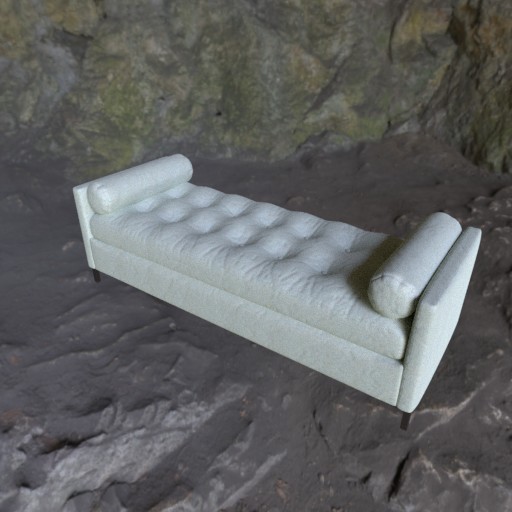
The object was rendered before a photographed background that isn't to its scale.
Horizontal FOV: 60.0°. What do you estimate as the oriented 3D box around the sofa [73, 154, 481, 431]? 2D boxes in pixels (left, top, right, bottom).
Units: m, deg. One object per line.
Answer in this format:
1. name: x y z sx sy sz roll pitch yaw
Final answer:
1. sofa: 0.000 0.000 2.476 2.102 0.705 0.796 19 34 30
